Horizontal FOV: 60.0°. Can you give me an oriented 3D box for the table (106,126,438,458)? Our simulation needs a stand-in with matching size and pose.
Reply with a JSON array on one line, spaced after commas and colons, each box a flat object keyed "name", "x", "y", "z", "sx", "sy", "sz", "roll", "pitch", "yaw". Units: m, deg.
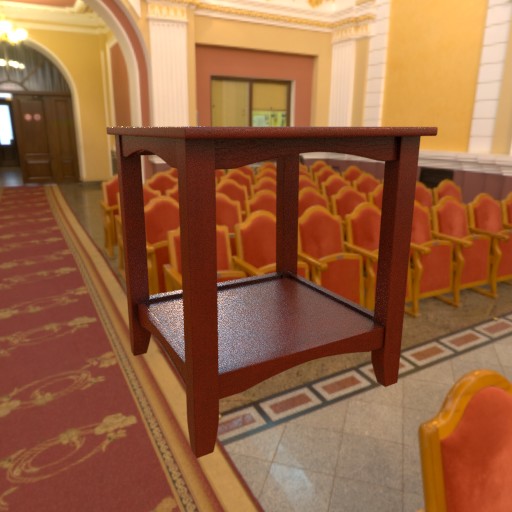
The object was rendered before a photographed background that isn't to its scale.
[{"name": "table", "x": 0.000, "y": 0.000, "z": 0.998, "sx": 0.523, "sy": 0.558, "sz": 0.522, "roll": -8, "pitch": 18, "yaw": -26}]
